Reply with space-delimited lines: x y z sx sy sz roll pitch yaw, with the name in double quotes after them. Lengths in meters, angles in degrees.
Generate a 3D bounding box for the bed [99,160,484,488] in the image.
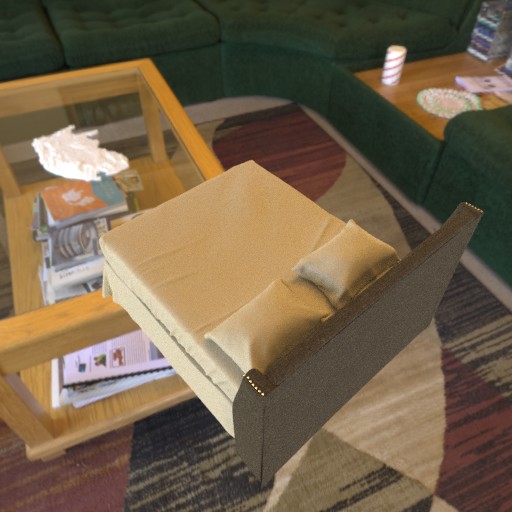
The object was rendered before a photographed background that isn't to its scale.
0.000 0.000 3.427 1.925 1.332 2.276 -33 55 -27 "bed"
